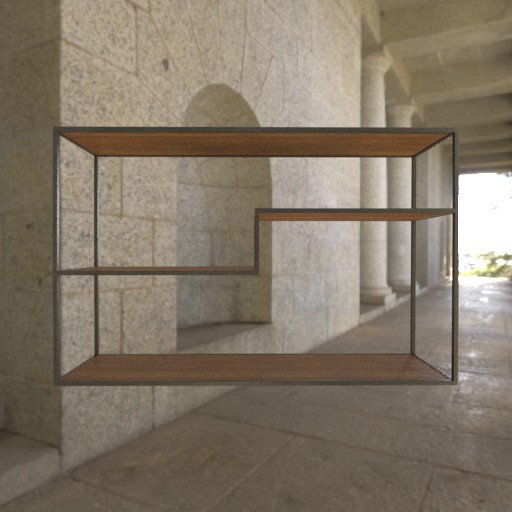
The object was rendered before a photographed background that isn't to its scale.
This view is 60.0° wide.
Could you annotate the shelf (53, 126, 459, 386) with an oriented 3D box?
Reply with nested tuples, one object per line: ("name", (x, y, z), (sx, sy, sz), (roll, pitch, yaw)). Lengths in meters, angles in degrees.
("shelf", (0.000, 0.000, 1.489), (1.201, 0.765, 0.361), (0, 1, -1))
